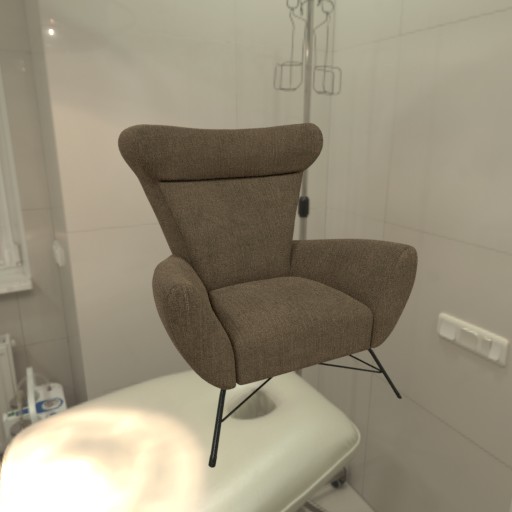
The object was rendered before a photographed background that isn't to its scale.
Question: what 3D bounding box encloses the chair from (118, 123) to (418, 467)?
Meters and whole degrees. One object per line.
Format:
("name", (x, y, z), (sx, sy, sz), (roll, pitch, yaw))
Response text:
("chair", (0.000, 0.000, 1.792), (0.980, 1.040, 0.900), (-8, 18, -26))
